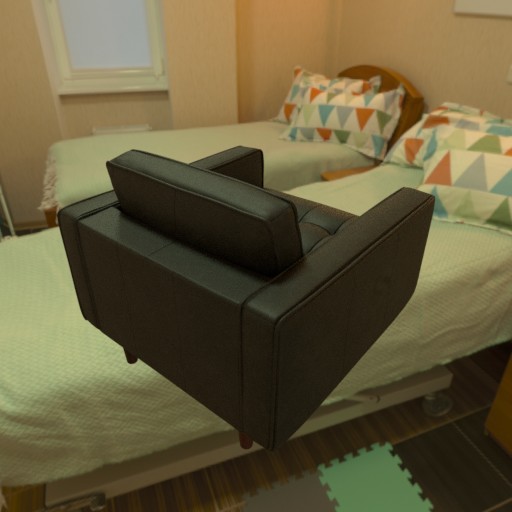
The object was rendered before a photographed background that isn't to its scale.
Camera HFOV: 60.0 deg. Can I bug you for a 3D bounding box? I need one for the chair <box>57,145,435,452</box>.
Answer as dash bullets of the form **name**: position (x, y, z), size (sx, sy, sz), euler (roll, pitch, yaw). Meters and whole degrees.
- **chair**: position (0.000, 0.000, 1.537), size (0.889, 0.763, 0.914), euler (23, 38, 33)
